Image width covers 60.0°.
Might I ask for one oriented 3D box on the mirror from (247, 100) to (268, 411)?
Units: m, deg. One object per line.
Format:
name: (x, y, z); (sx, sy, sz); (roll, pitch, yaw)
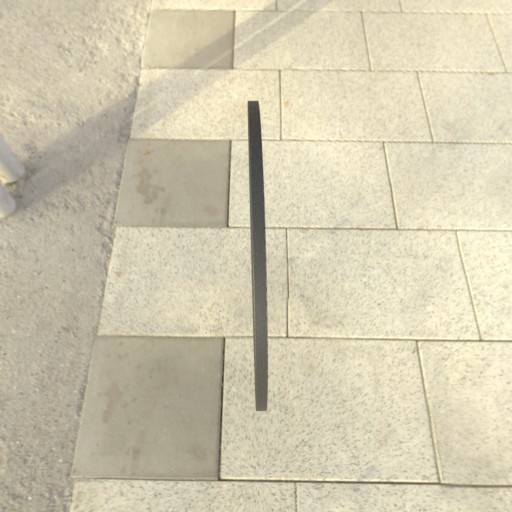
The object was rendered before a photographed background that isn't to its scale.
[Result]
mirror: (0.000, 0.000, 1.629); (0.036, 1.077, 1.077); (-2, 63, -1)
